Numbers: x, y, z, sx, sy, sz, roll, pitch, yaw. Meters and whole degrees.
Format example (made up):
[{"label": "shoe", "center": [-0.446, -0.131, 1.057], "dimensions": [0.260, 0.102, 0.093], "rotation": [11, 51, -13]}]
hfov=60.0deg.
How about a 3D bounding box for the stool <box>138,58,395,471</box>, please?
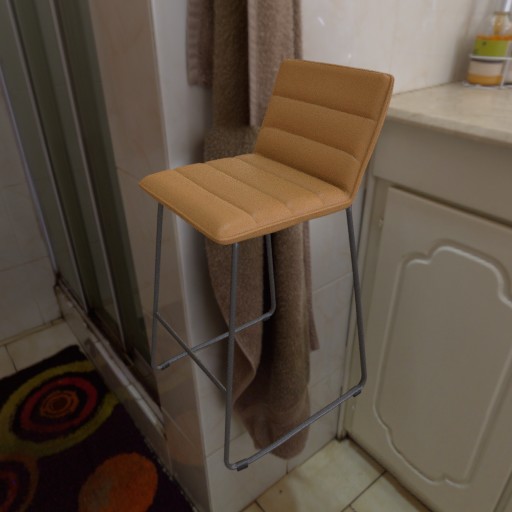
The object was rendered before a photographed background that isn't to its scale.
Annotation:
[{"label": "stool", "center": [0.000, 0.000, 1.210], "dimensions": [0.524, 0.936, 0.489], "rotation": [-21, 36, -31]}]
